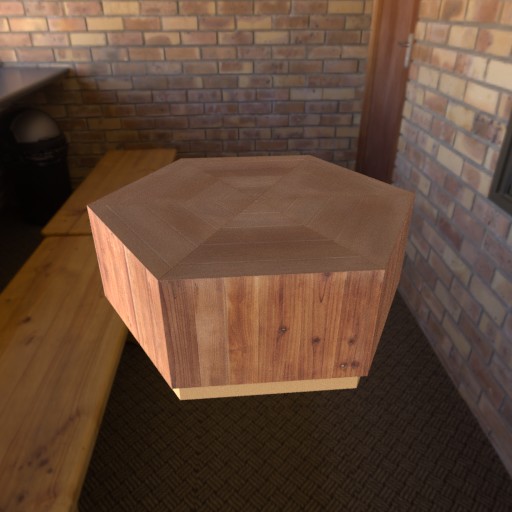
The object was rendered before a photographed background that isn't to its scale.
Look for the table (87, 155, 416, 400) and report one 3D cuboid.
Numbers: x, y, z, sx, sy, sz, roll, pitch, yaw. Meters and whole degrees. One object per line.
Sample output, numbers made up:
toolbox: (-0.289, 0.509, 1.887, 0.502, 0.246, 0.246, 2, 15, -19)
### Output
table: (0.000, 0.000, 1.663, 1.000, 0.456, 1.154, -19, 35, -30)
